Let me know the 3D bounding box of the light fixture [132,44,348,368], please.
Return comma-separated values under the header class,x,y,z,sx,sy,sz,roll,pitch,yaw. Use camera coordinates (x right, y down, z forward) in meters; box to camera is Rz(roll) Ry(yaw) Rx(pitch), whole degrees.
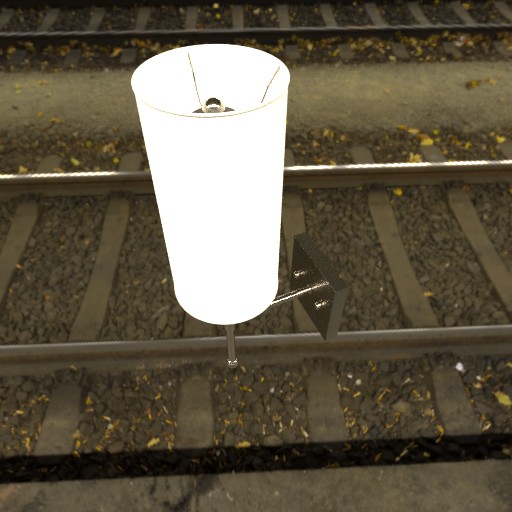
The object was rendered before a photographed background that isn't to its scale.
class,x,y,z,sx,sy,sz,roll,pitch,yaw
light fixture,0.000,0.000,0.540,0.208,0.462,0.128,-18,49,-16
